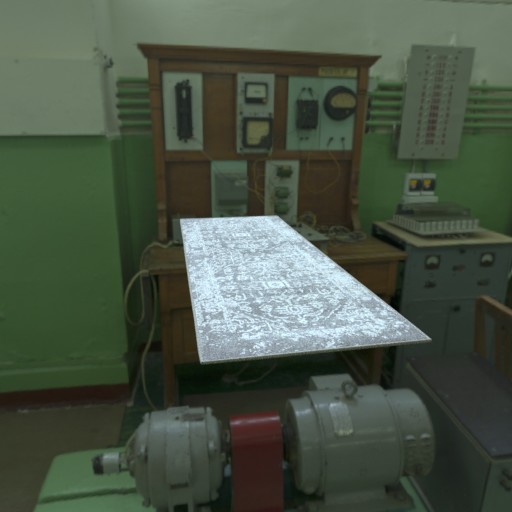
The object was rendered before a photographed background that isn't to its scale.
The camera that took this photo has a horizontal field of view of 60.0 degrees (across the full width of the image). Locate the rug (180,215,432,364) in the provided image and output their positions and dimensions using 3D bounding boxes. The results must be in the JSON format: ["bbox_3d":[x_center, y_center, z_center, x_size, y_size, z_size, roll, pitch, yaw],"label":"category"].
[{"bbox_3d":[0.000,0.000,2.702,0.855,0.017,2.452,-3,16,-11],"label":"rug"}]
